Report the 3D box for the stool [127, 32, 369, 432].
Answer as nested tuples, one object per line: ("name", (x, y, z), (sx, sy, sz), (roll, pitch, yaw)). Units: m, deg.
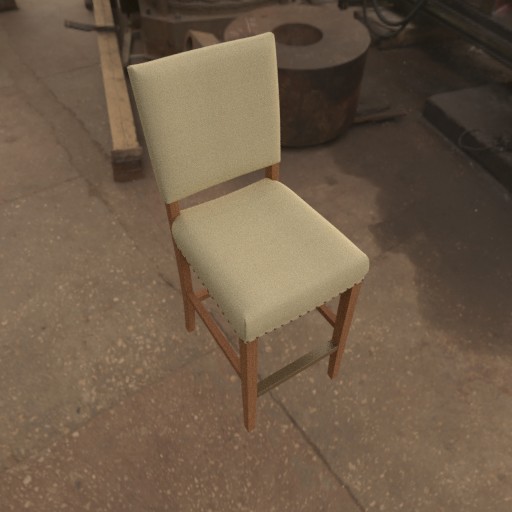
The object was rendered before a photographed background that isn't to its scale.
("stool", (0.000, 0.000, 1.465), (0.445, 1.168, 0.584), (-25, 51, -22))
